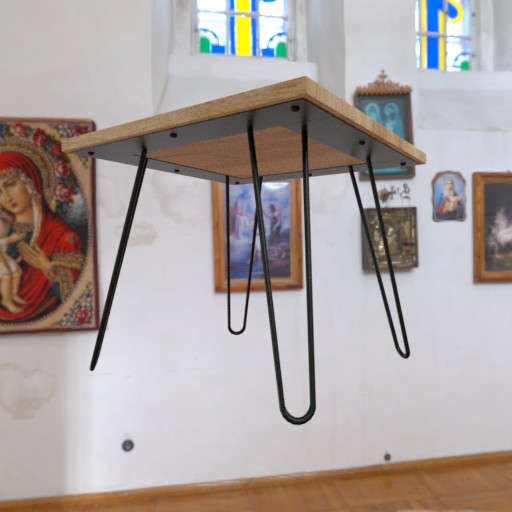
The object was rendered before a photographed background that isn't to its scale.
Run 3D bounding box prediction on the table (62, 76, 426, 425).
[{"bbox_3d":[0.000,0.000,1.021,0.599,0.500,0.599,0,1,36],"label":"table"}]
